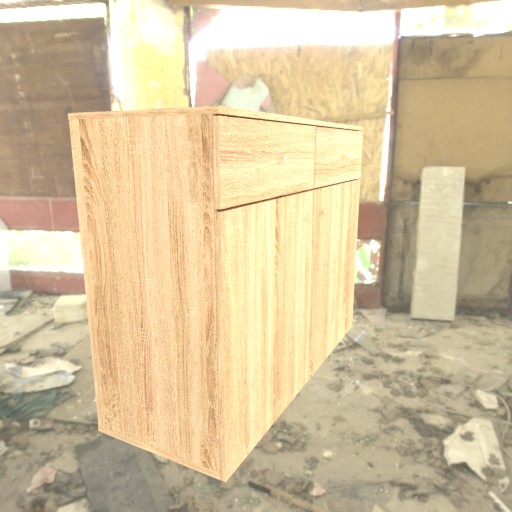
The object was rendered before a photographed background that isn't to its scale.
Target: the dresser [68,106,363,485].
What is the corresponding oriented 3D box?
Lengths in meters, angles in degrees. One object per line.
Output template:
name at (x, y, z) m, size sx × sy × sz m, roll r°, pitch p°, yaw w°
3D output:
dresser at (0.000, 0.000, 1.551) m, size 0.450 × 0.900 × 1.100 m, roll 7°, pitch 16°, yaw 27°
